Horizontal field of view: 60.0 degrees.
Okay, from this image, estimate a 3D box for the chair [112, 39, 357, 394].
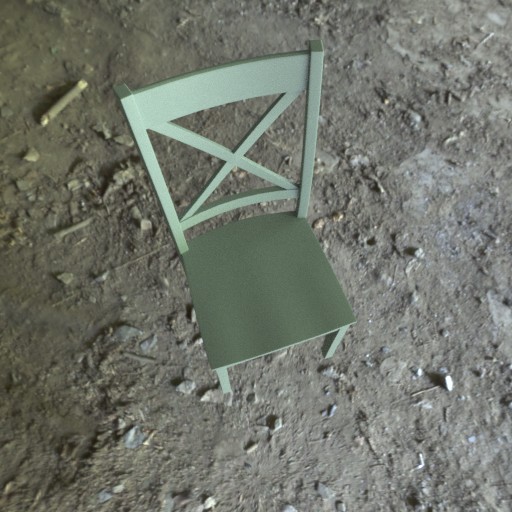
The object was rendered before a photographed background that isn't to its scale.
[{"bbox_3d":[0.000,0.000,1.321,0.485,0.983,0.542,-17,64,-8],"label":"chair"}]
